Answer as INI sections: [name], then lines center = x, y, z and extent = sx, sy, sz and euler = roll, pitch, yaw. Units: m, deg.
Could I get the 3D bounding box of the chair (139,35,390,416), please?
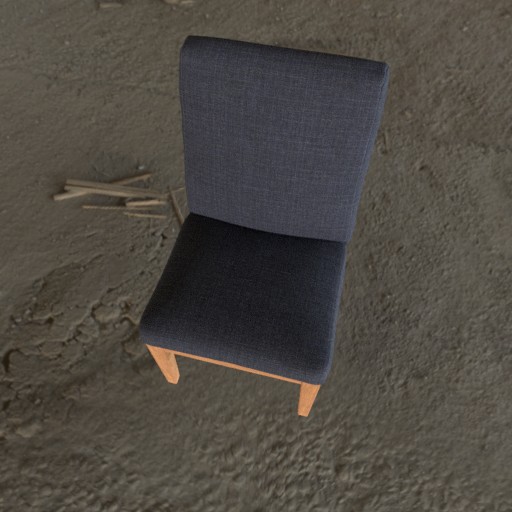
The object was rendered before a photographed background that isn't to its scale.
[chair]
center = 0.000, 0.000, 1.229
extent = 0.507, 0.911, 0.586
euler = 12, 58, 7
